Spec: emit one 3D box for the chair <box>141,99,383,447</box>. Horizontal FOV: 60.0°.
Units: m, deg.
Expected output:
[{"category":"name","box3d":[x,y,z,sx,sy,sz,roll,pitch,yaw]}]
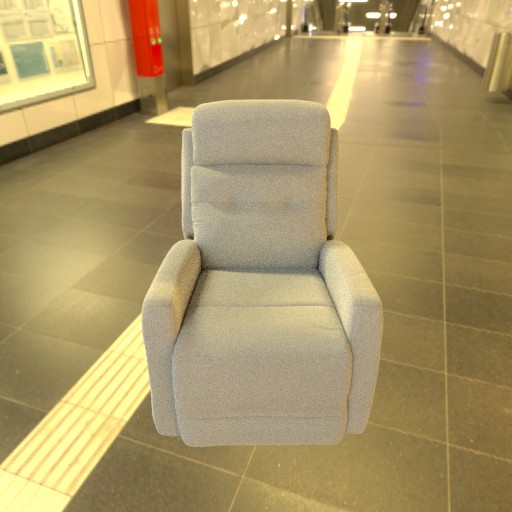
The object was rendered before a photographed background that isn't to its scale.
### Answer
[{"category":"chair","box3d":[0.000,0.000,1.724,0.798,1.013,1.043,0,30,0]}]
